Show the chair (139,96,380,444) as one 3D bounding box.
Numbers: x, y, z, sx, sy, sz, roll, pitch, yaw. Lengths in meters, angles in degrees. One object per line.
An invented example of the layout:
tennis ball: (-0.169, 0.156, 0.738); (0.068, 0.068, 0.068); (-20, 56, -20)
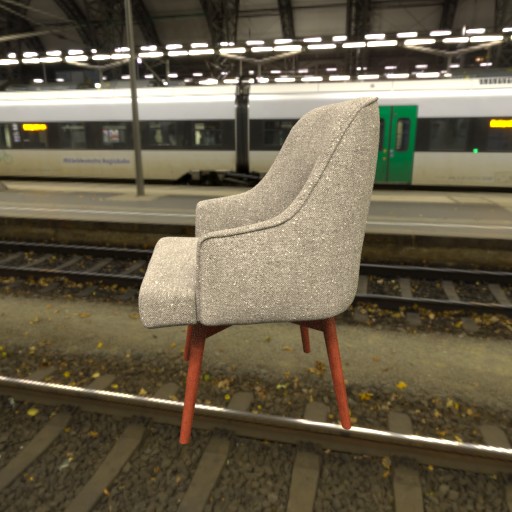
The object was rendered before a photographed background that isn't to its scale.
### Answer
chair: (0.000, 0.000, 1.297); (0.629, 0.875, 0.608); (-2, 15, -7)
